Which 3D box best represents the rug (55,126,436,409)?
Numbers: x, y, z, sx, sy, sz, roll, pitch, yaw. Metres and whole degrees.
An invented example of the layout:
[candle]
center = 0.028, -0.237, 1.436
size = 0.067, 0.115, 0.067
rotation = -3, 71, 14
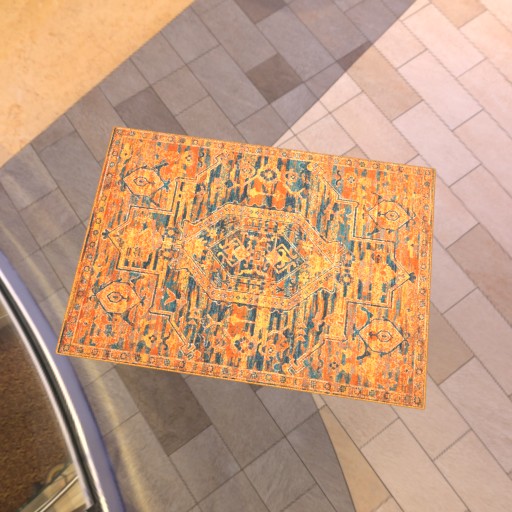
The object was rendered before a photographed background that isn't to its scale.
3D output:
[rug]
center = 0.000, 0.000, 3.711
size = 2.916, 0.019, 2.043
rotation = 8, 75, 2
